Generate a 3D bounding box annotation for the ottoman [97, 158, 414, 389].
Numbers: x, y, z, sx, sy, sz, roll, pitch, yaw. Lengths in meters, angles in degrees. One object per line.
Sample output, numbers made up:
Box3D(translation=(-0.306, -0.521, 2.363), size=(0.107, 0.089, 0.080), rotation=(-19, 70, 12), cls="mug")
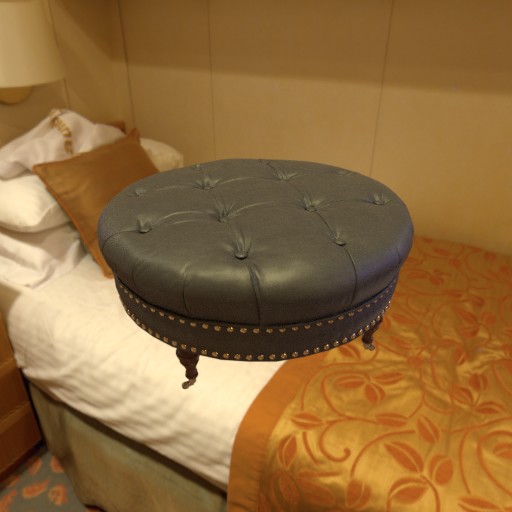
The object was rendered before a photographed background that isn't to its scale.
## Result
Box3D(translation=(0.000, 0.000, 1.386), size=(0.901, 0.439, 0.901), rotation=(0, 30, 0), cls="ottoman")
